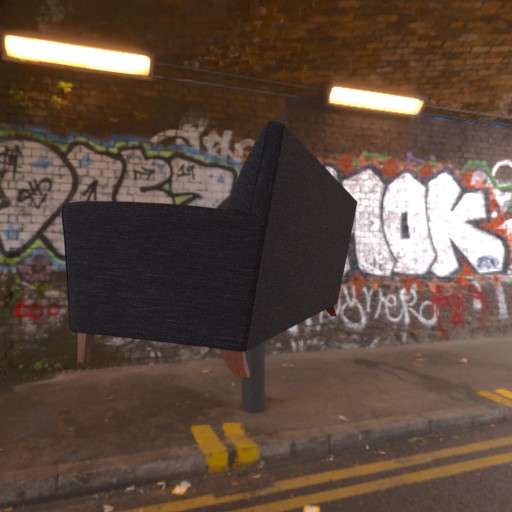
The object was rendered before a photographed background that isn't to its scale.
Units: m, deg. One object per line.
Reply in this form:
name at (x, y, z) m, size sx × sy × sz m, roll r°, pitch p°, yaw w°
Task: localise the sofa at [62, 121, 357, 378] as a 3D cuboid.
sofa at (0.000, 0.000, 2.446) m, size 0.875 × 0.846 × 1.976 m, roll 0°, pitch -1°, yaw 20°
